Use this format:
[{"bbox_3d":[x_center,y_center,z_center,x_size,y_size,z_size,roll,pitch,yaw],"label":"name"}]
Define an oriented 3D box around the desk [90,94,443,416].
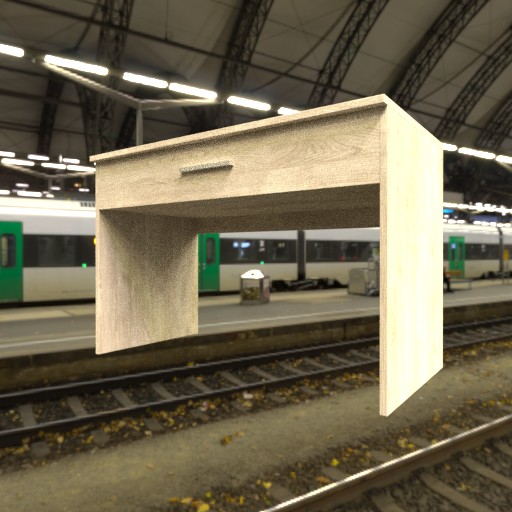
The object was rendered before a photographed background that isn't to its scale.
[{"bbox_3d":[0.000,0.000,1.538,1.100,0.730,0.560,0,0,35],"label":"desk"}]
